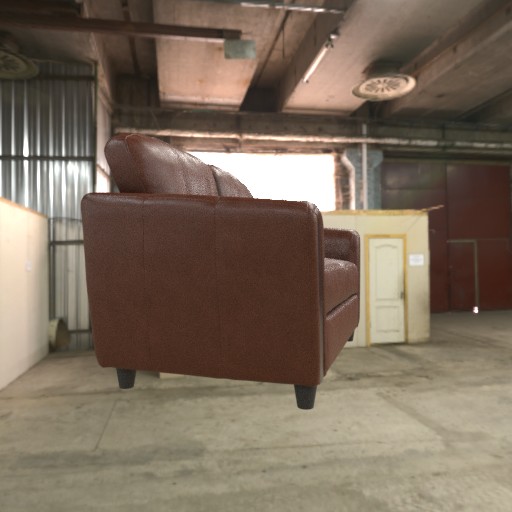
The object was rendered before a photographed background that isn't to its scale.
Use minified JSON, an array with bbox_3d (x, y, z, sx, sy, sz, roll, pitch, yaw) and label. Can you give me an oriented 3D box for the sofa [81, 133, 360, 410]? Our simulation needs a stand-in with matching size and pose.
[{"bbox_3d":[0.000,0.000,1.963,0.805,0.906,1.406,0,-1,18],"label":"sofa"}]
